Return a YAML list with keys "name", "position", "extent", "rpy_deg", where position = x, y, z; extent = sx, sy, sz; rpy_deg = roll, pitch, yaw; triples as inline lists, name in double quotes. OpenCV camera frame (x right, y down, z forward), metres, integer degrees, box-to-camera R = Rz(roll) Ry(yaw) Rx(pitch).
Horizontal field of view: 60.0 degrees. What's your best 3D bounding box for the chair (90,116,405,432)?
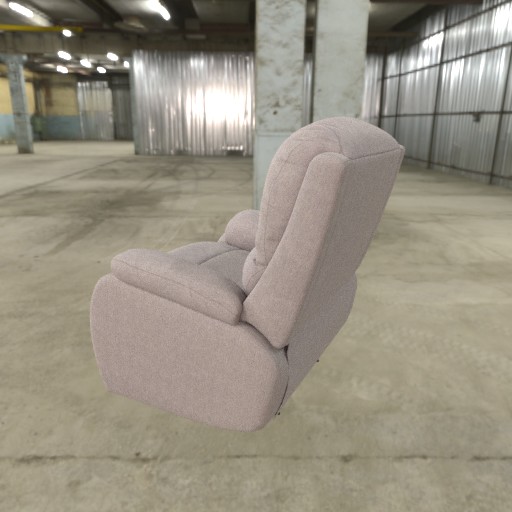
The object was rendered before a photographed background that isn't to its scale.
- name: "chair"
  position: [0.000, 0.000, 1.695]
  extent: [0.899, 1.011, 0.930]
  rpy_deg: [8, 18, 26]
